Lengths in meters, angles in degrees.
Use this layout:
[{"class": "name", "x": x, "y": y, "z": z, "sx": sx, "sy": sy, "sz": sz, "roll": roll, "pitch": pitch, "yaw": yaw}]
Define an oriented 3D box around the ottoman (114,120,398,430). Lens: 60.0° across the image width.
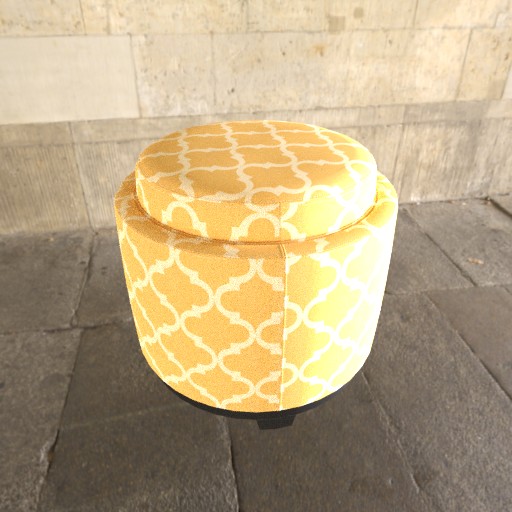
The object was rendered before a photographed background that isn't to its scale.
[{"class": "ottoman", "x": 0.000, "y": 0.000, "z": 0.838, "sx": 0.480, "sy": 0.429, "sz": 0.480, "roll": 0, "pitch": 32, "yaw": 0}]
